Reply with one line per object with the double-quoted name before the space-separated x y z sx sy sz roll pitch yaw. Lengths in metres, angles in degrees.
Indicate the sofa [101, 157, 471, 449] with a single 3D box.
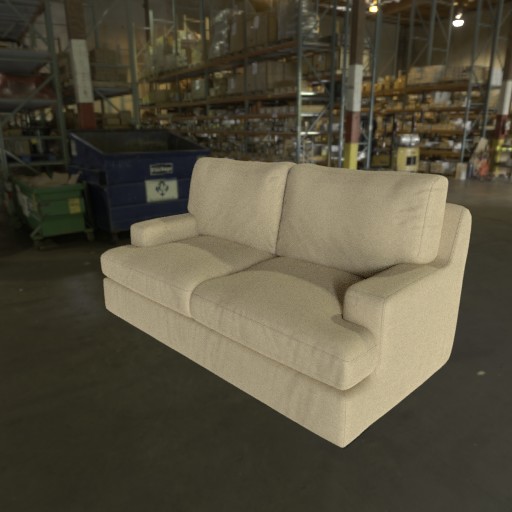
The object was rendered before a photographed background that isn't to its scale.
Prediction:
"sofa" 0.000 0.000 2.419 0.962 0.967 1.885 -16 22 -42
